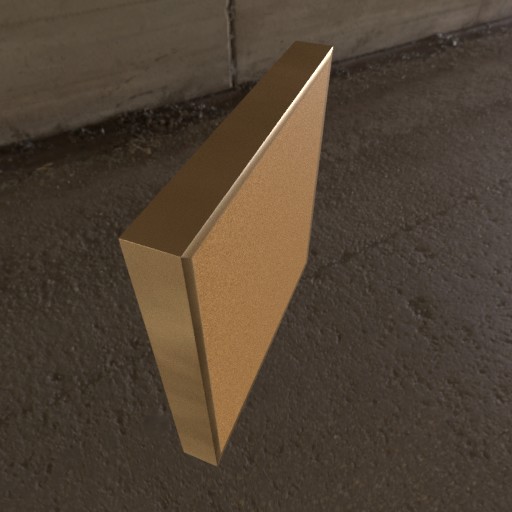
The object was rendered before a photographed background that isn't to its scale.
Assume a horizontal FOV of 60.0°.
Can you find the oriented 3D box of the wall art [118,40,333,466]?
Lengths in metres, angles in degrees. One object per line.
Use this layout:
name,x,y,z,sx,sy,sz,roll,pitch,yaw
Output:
wall art,0.000,0.000,0.441,0.038,0.303,0.305,16,48,15
